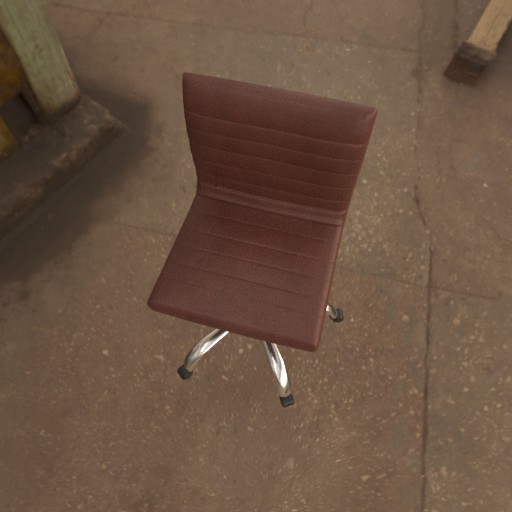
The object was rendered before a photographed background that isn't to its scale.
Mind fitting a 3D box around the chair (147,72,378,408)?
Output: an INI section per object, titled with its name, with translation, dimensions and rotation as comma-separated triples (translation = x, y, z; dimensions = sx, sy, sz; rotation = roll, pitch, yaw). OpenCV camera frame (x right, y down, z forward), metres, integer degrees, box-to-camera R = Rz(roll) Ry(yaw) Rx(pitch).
[chair]
translation = 0.000, 0.000, 1.113
dimensions = 0.556, 0.780, 0.530
rotation = 13, 61, 8
